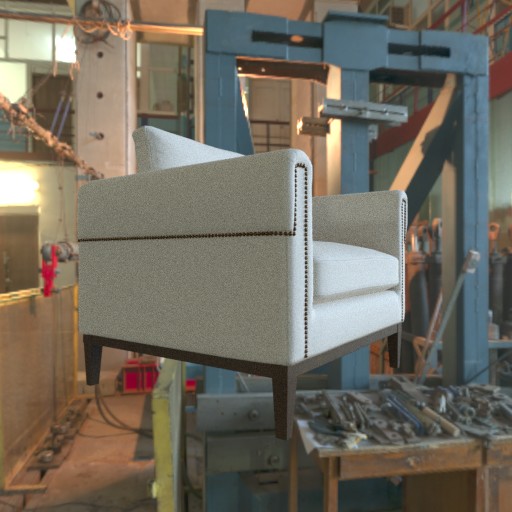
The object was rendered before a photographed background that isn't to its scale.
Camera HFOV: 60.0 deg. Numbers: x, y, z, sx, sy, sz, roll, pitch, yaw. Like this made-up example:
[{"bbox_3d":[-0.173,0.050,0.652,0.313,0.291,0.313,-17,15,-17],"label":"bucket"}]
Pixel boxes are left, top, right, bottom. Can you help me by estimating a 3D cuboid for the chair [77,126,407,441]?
[{"bbox_3d":[0.000,0.000,1.695,0.896,0.915,0.982,0,0,35],"label":"chair"}]
